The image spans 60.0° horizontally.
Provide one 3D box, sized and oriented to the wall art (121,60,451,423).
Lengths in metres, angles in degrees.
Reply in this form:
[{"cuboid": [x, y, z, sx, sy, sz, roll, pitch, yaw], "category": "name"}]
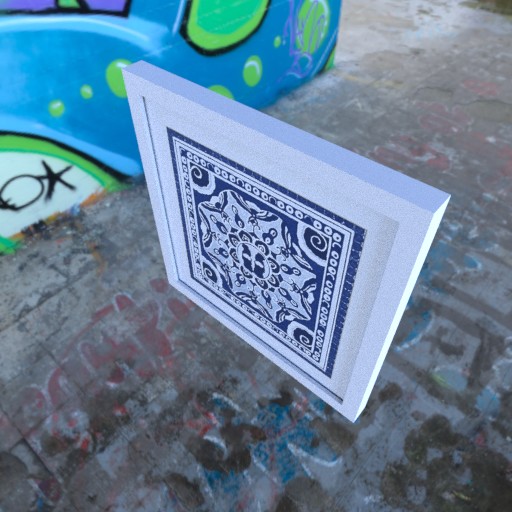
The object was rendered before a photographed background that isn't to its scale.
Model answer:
[{"cuboid": [0.000, 0.000, 0.526, 0.355, 0.355, 0.027, 32, 55, 27], "category": "wall art"}]
